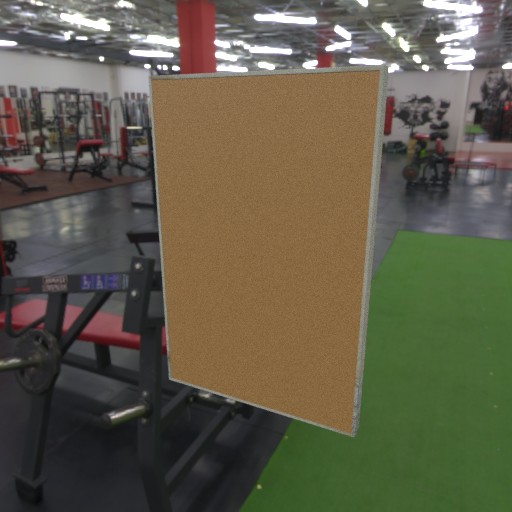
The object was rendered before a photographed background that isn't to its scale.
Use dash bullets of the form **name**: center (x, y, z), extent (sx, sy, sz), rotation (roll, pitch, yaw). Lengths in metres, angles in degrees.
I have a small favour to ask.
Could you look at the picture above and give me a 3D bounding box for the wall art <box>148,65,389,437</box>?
- **wall art**: center (0.000, 0.000, 0.992), extent (0.508, 0.764, 0.038), rotation (9, 20, 25)
